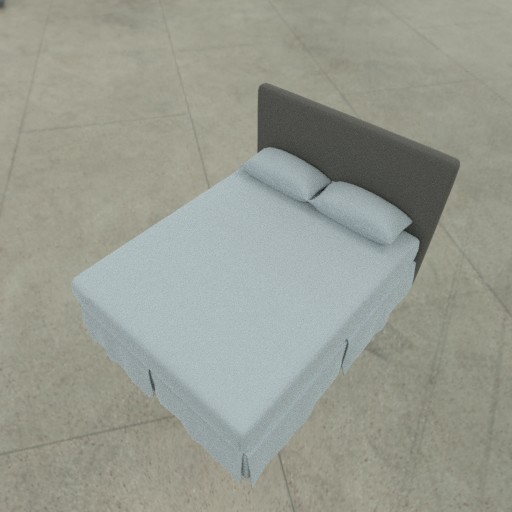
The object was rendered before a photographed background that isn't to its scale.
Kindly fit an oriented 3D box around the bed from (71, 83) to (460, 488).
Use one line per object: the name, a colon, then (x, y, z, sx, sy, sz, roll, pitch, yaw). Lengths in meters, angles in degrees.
bed: (0.000, 0.000, 3.157, 1.748, 1.330, 2.142, 33, 55, 27)
